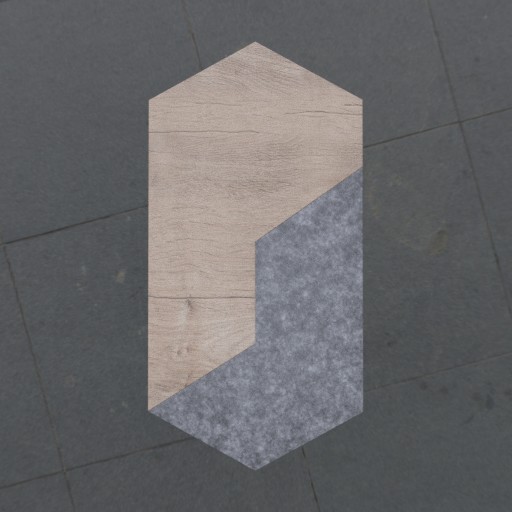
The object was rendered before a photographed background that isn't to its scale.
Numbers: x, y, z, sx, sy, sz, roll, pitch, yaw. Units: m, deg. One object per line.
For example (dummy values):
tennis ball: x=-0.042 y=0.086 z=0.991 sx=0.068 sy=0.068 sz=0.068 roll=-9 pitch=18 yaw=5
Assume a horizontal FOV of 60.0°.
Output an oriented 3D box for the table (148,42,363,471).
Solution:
table: x=0.000 y=0.000 z=1.486 sx=0.609 sy=0.457 sz=1.219 roll=0 pitch=89 yaw=0
